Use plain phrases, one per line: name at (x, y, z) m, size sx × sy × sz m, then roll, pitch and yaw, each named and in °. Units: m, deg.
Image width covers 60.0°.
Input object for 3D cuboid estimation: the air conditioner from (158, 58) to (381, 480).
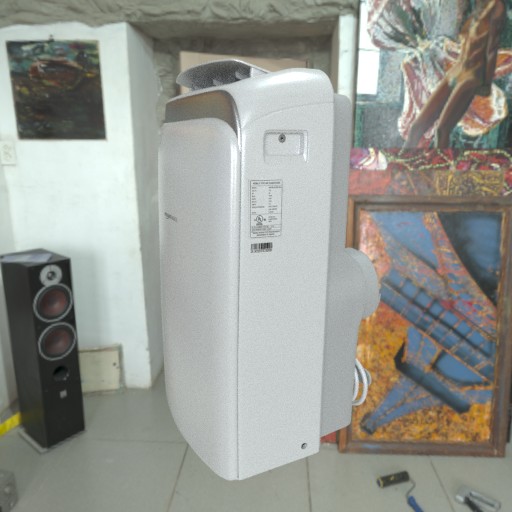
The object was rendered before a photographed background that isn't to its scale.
air conditioner at (0.000, 0.000, 1.017) m, size 0.414 × 0.786 × 0.449 m, roll -7°, pitch 16°, yaw -25°
